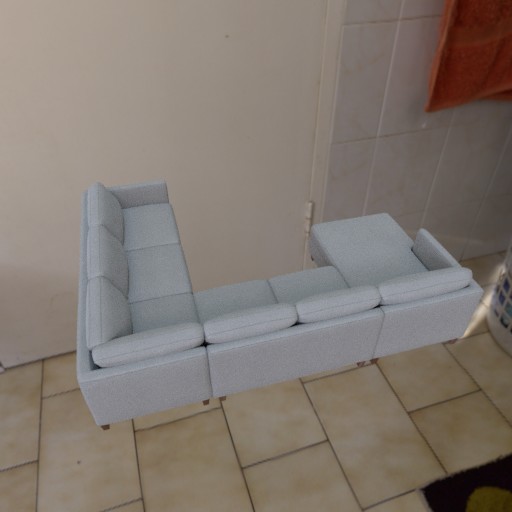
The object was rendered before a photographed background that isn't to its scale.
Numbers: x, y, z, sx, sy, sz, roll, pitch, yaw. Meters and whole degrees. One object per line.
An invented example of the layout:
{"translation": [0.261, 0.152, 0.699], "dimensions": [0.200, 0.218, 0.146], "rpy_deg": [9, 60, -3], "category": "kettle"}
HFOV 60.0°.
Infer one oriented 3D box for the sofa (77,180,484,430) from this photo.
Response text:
{"translation": [0.000, 0.000, 4.391], "dimensions": [3.238, 0.853, 2.551], "rpy_deg": [-10, 42, -12], "category": "sofa"}
